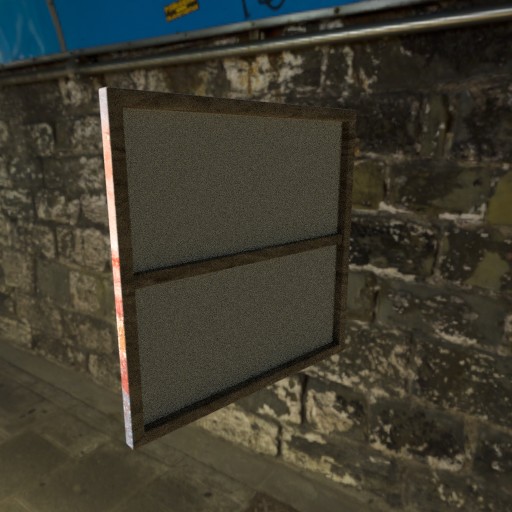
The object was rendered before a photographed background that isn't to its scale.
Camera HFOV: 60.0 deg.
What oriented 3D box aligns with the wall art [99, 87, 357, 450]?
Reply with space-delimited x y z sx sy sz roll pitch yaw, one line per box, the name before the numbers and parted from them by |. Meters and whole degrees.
wall art | 0.000 0.000 1.130 0.747 0.747 0.035 -12 18 -40
